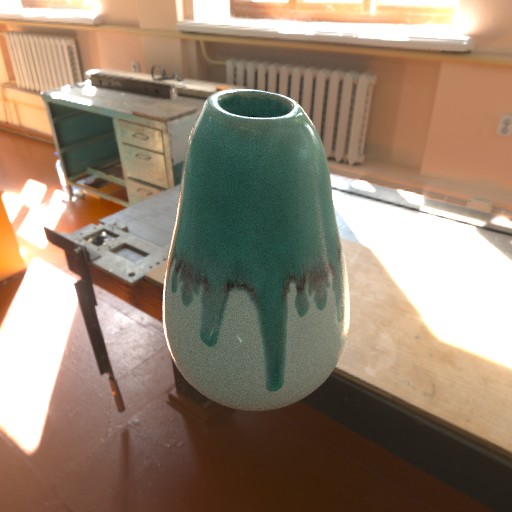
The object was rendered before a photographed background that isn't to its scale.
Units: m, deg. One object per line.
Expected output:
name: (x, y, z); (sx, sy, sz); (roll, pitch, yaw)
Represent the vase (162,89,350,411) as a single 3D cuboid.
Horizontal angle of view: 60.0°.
vase: (0.000, 0.000, 0.260); (0.116, 0.179, 0.116); (0, 31, 0)
